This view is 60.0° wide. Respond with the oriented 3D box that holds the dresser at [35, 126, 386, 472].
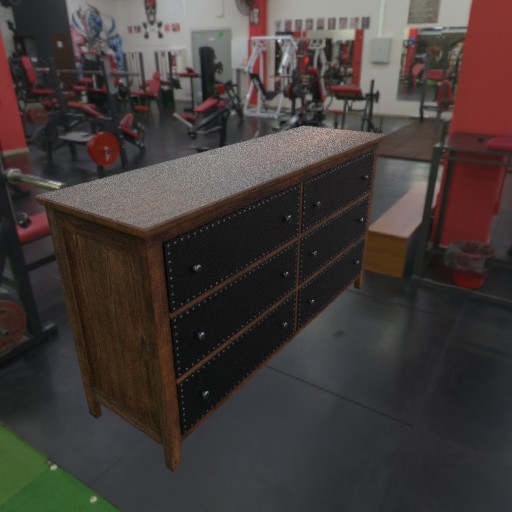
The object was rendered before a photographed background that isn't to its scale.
[{"bbox_3d":[0.000,0.000,1.909,0.463,0.856,1.551,17,30,32],"label":"dresser"}]
